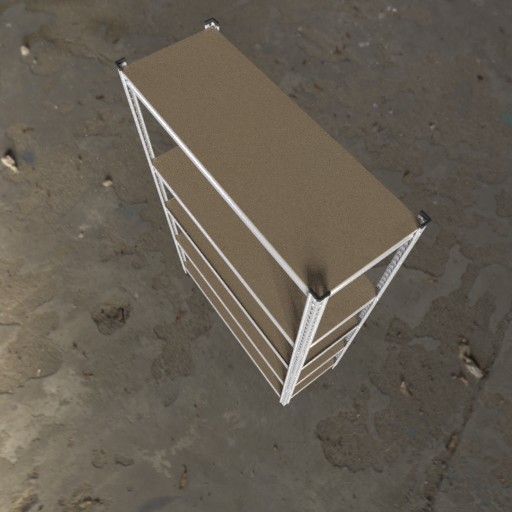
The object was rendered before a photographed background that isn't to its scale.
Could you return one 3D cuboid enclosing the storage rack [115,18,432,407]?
[{"bbox_3d":[0.000,0.000,2.336,0.457,1.829,1.219,-33,67,-16],"label":"storage rack"}]
